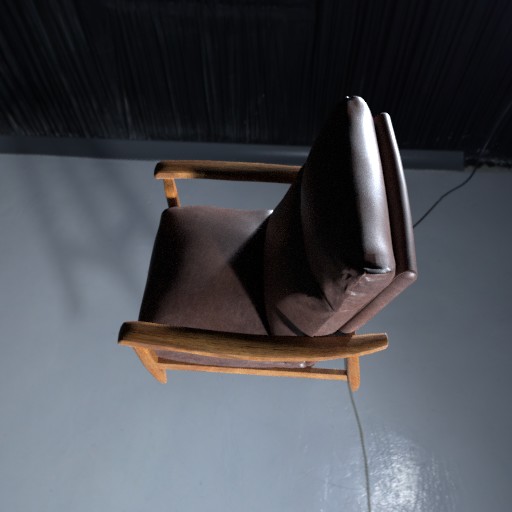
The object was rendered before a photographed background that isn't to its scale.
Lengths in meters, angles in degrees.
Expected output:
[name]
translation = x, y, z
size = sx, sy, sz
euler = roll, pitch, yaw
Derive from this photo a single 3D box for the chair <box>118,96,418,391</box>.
[chair]
translation = 0.000, 0.000, 1.551
size = 0.830, 0.897, 0.782
euler = 2, 58, 1
